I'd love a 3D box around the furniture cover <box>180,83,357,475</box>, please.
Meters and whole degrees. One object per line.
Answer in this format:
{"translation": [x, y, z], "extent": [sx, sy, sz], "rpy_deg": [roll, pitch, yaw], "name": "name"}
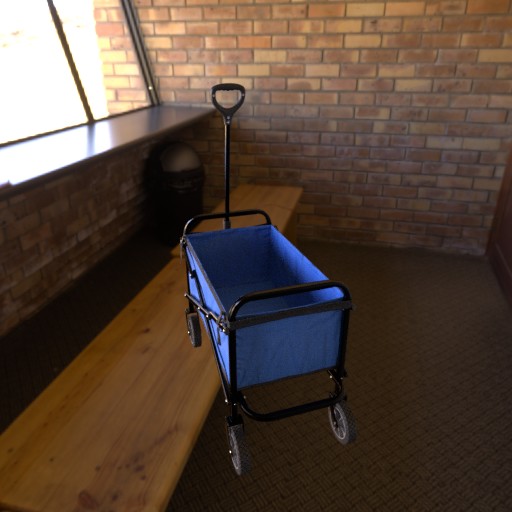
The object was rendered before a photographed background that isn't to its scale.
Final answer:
{"translation": [0.000, 0.000, 1.834], "extent": [0.532, 1.295, 1.038], "rpy_deg": [-8, 26, -17], "name": "furniture cover"}
